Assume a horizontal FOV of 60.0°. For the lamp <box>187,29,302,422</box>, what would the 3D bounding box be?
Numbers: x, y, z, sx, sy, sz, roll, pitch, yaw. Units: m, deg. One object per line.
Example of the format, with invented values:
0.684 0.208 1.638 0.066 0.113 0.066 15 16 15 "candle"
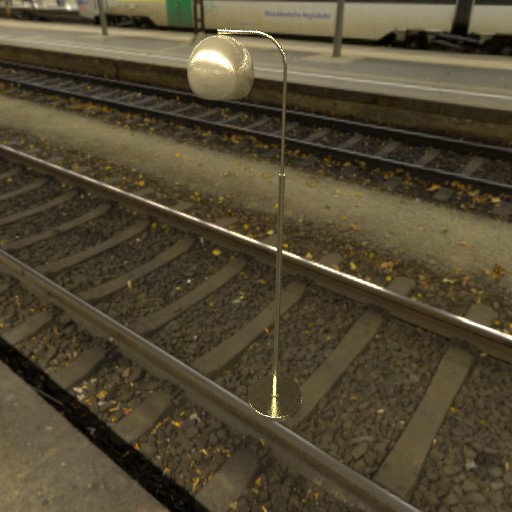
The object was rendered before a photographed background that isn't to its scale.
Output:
0.000 0.000 1.674 0.431 1.526 0.250 9 32 14 "lamp"
